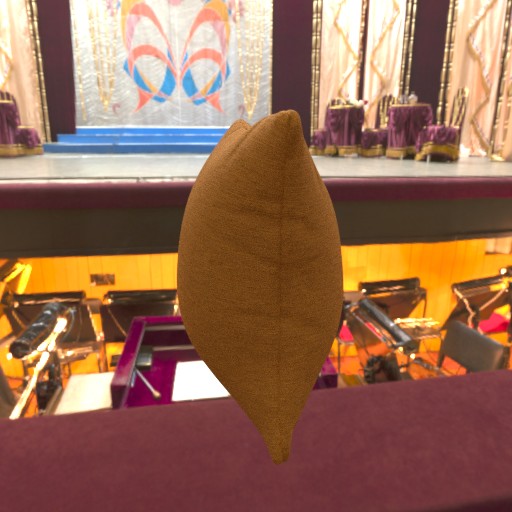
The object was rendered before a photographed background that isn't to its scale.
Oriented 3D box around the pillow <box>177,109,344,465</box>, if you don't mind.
[{"bbox_3d":[0.000,0.000,0.689,0.247,0.417,0.435,-2,16,-8],"label":"pillow"}]
